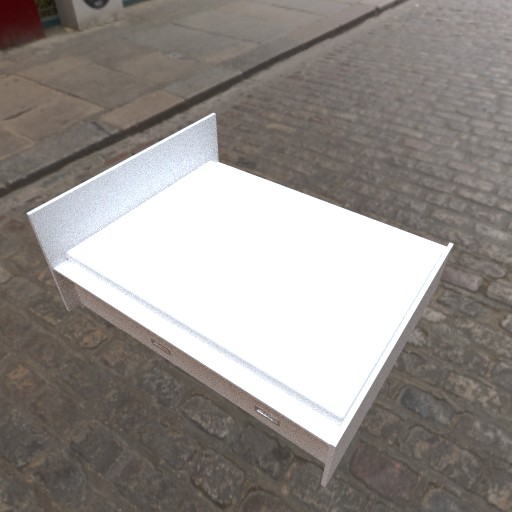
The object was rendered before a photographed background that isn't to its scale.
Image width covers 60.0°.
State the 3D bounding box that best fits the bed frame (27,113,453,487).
[{"bbox_3d":[0.000,0.000,2.785,1.960,0.800,1.622,25,47,26],"label":"bed frame"}]
